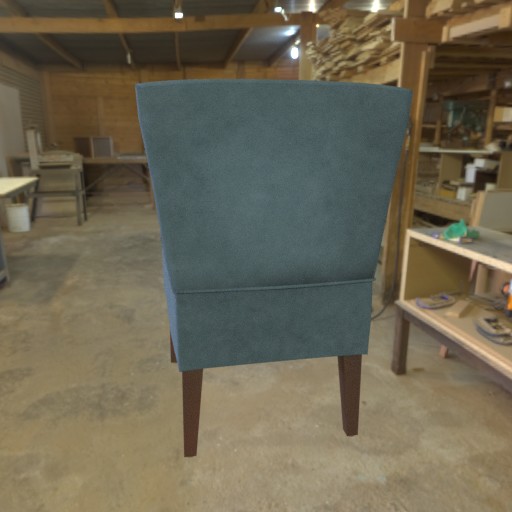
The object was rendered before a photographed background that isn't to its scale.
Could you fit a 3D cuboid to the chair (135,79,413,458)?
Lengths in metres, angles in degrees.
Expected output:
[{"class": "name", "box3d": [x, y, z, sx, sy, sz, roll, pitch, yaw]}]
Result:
[{"class": "chair", "box3d": [0.000, 0.000, 1.152, 0.521, 0.806, 0.551, -3, 16, -10]}]
